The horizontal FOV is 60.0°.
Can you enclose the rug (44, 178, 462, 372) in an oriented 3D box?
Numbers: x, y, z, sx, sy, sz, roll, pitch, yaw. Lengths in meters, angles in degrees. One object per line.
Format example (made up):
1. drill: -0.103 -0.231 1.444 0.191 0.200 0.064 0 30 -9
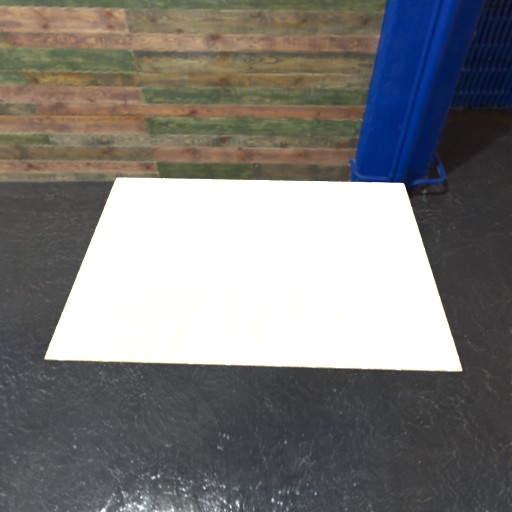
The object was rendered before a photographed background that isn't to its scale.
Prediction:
1. rug: 0.000 0.000 2.772 2.134 0.010 1.524 1 47 1
